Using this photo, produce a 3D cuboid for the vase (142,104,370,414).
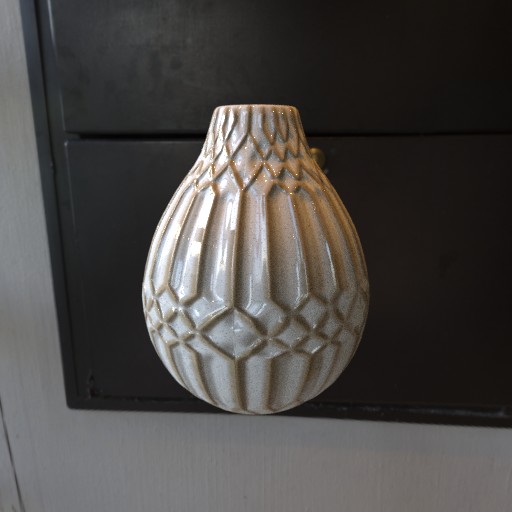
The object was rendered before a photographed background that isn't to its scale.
[{"bbox_3d":[0.000,0.000,0.314,0.159,0.200,0.159,0,15,0],"label":"vase"}]
